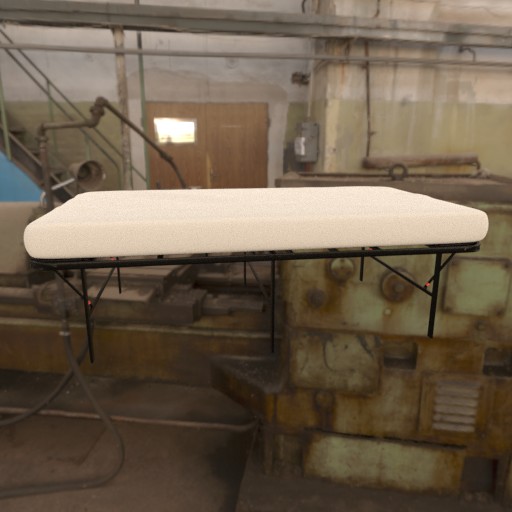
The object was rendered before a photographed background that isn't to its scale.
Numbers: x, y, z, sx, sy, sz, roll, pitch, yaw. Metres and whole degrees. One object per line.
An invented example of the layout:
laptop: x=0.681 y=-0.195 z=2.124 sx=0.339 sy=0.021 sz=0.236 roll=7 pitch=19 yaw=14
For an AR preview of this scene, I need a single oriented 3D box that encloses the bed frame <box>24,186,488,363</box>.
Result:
bed frame: x=0.000 y=0.000 z=2.282 sx=1.903 sy=0.619 sz=0.989 roll=-2 pitch=15 yaw=-9
